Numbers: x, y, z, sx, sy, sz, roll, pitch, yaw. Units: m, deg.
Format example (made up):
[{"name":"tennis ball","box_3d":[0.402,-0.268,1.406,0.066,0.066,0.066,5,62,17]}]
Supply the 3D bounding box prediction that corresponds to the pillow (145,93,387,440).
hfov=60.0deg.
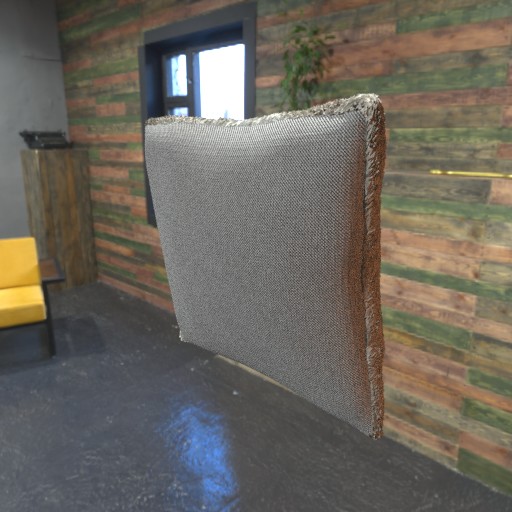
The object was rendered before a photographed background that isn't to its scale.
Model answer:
[{"name":"pillow","box_3d":[0.000,0.000,0.802,0.529,0.515,0.218,14,20,43]}]
